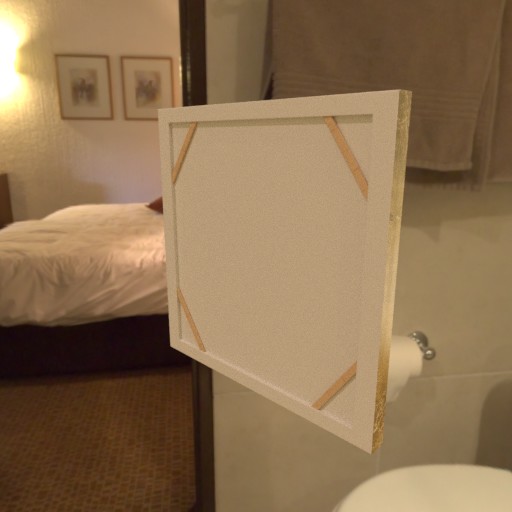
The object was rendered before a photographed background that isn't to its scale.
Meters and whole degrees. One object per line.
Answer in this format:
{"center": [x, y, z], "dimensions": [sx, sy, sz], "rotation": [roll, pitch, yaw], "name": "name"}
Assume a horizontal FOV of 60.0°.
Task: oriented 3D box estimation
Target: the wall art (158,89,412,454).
{"center": [0.000, 0.000, 0.927], "dimensions": [0.610, 0.610, 0.038], "rotation": [14, 20, 43], "name": "wall art"}
